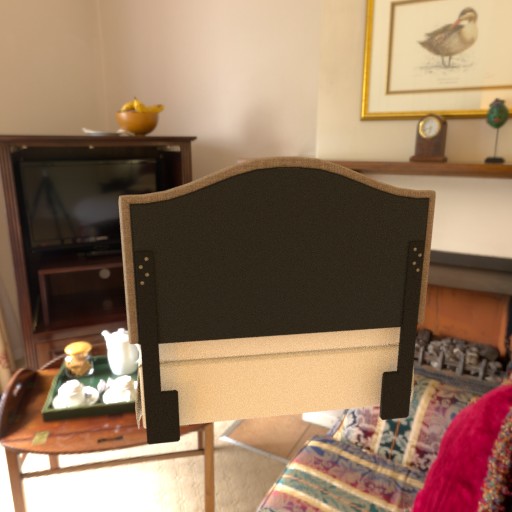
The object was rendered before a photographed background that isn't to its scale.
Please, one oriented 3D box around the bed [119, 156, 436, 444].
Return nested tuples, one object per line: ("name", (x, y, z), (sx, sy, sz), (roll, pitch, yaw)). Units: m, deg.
("bed", (0.000, 0.000, 3.368), (1.713, 1.518, 2.153), (-2, 14, -9))
